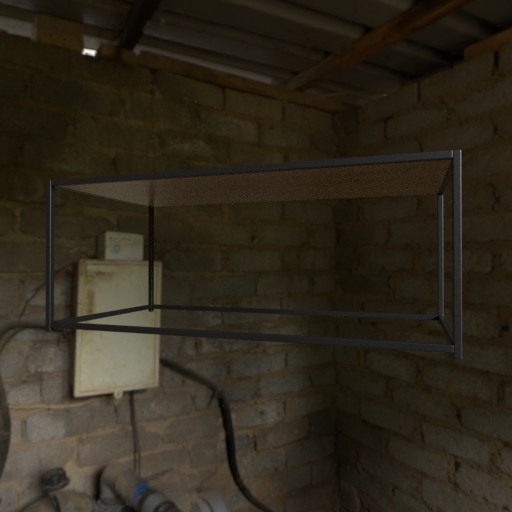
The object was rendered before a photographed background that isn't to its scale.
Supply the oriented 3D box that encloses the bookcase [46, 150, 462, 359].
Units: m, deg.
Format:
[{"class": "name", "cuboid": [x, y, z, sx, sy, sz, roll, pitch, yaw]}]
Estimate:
[{"class": "bookcase", "cuboid": [0.000, 0.000, 1.240, 1.000, 0.400, 0.500, 0, -1, 19]}]
